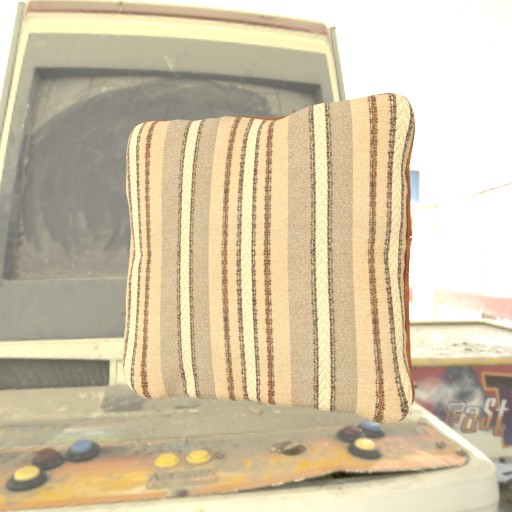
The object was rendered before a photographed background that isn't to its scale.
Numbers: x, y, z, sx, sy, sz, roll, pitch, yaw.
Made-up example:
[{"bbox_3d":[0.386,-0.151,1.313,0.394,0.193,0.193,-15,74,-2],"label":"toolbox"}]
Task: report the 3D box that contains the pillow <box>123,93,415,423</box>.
[{"bbox_3d":[0.000,0.000,0.718,0.489,0.490,0.130,0,-1,18],"label":"pillow"}]
